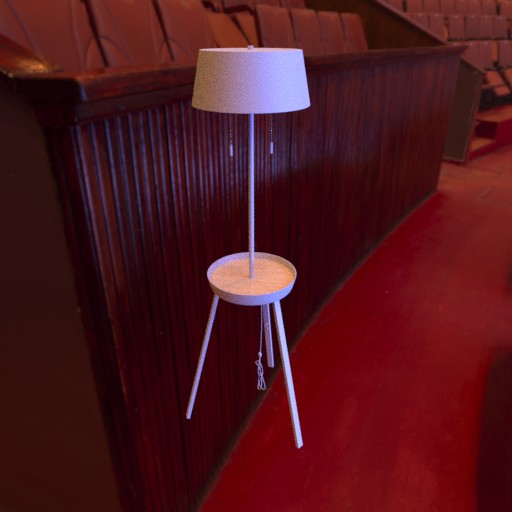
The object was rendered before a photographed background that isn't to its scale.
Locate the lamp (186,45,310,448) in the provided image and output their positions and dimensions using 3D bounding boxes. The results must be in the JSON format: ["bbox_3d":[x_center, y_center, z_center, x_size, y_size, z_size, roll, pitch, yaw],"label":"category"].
[{"bbox_3d":[0.000,0.000,1.664,0.508,1.429,0.468,8,28,16],"label":"lamp"}]
